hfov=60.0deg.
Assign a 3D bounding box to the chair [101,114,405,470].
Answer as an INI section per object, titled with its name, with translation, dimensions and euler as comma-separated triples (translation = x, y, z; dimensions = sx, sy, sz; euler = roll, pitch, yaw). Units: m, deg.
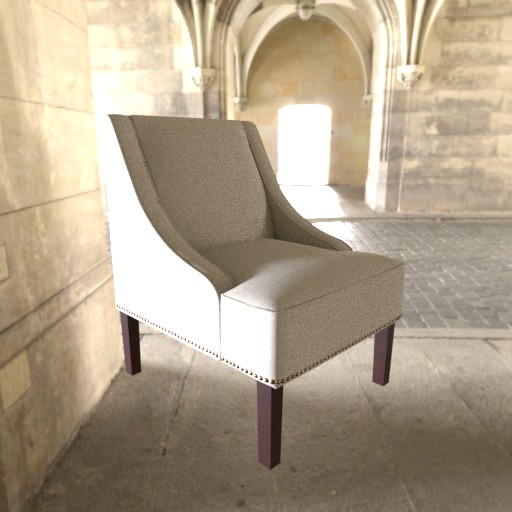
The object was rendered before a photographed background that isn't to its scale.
[chair]
translation = 0.000, 0.000, 1.417
dimensions = 0.748, 0.872, 0.628
euler = 14, 19, 43
